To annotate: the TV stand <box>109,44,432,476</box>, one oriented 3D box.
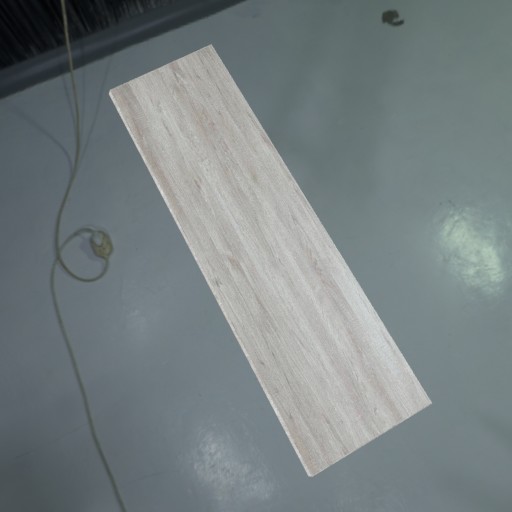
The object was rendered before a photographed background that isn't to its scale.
[{"bbox_3d":[0.000,0.000,1.594,0.401,0.565,1.313,-28,76,-7],"label":"TV stand"}]
